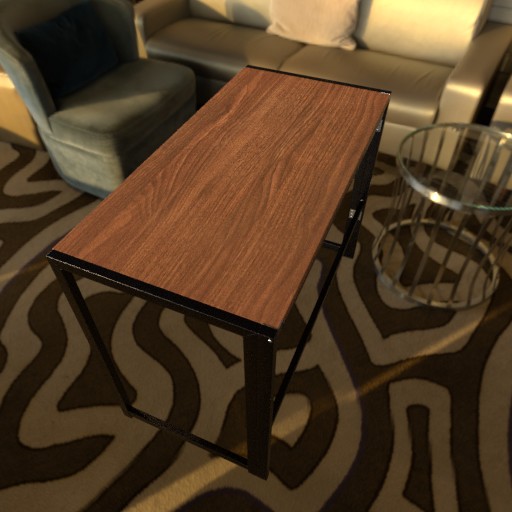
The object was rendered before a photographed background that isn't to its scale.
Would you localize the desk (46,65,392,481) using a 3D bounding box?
[{"bbox_3d":[0.000,0.000,1.438,0.508,0.762,1.016,17,49,16],"label":"desk"}]
